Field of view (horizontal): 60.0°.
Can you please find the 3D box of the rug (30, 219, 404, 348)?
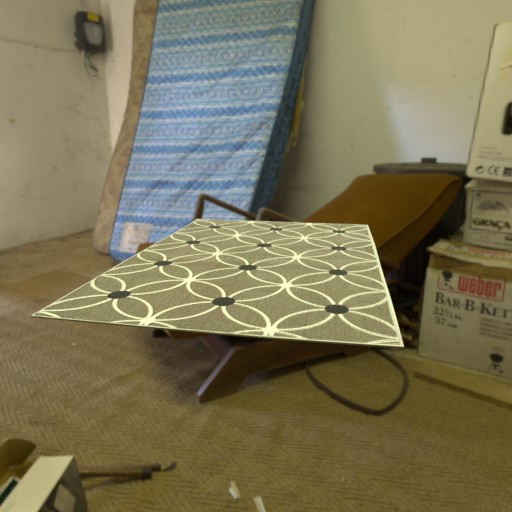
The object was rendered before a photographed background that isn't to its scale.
[{"bbox_3d":[0.000,0.000,2.805,1.522,0.008,2.284,3,16,10],"label":"rug"}]
